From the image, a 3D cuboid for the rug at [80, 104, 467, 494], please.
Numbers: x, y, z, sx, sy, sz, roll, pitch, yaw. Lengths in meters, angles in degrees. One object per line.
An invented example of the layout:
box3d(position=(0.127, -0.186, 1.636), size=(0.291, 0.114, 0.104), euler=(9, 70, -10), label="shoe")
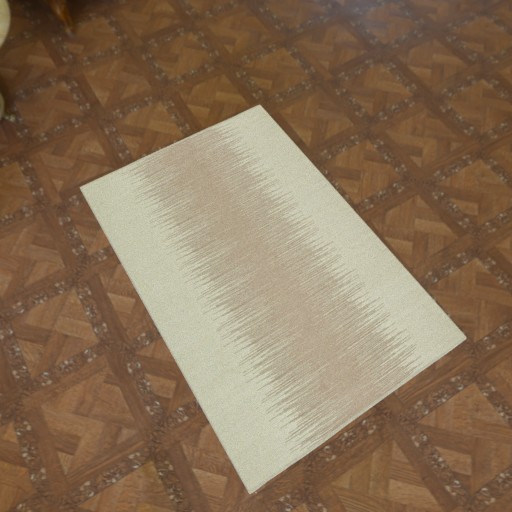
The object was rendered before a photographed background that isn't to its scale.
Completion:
box3d(position=(0.000, 0.000, 2.340), size=(1.234, 0.006, 1.850), euler=(-29, 66, -15), label="rug")
